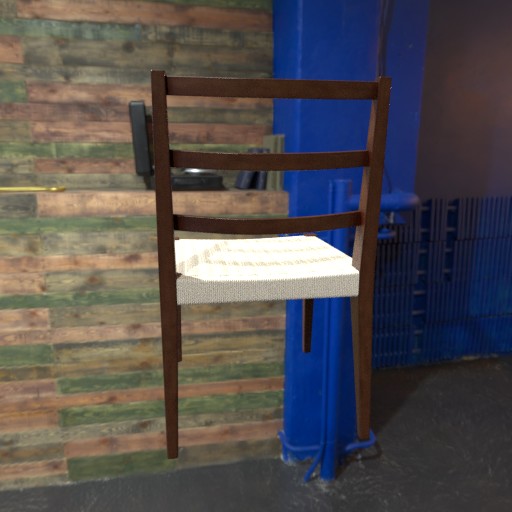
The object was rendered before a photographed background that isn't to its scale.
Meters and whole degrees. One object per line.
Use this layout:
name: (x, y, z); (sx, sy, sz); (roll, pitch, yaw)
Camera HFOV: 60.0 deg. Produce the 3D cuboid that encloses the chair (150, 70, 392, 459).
chair: (0.000, 0.000, 1.160); (0.480, 0.813, 0.551); (-2, 13, -9)
